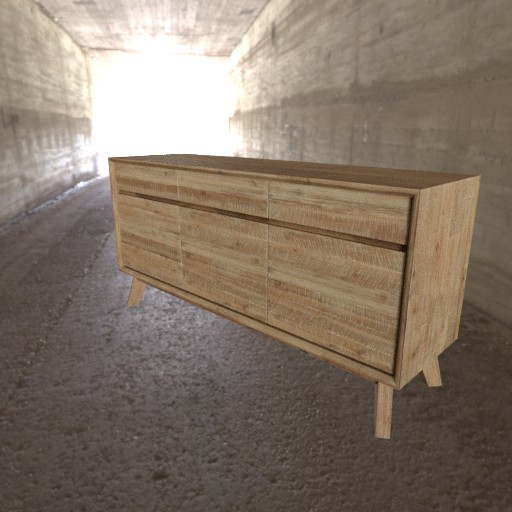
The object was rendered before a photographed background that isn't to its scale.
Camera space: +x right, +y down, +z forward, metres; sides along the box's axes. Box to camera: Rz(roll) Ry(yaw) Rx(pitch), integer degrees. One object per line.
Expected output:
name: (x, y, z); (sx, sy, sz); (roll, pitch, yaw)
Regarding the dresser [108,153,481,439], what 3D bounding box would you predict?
dresser: (0.000, 0.000, 1.936); (1.602, 0.788, 0.455); (15, 23, 41)
